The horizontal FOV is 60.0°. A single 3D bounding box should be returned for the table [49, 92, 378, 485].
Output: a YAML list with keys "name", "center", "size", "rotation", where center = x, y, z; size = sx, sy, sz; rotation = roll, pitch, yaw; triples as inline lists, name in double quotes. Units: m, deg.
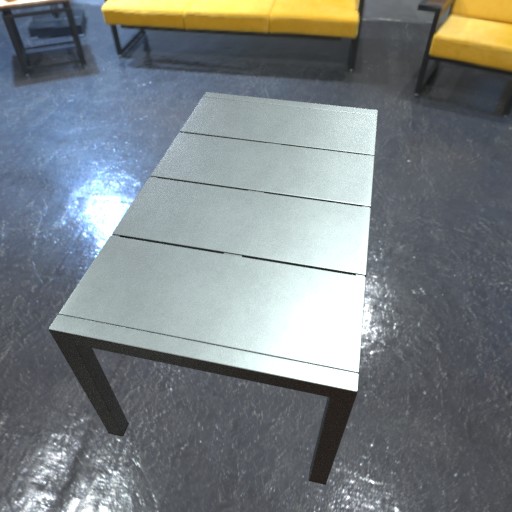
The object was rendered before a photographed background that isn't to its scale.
- name: "table"
  center: [0.000, 0.000, 1.254]
  size: [0.559, 0.460, 0.965]
  rotation: [9, 47, 9]
